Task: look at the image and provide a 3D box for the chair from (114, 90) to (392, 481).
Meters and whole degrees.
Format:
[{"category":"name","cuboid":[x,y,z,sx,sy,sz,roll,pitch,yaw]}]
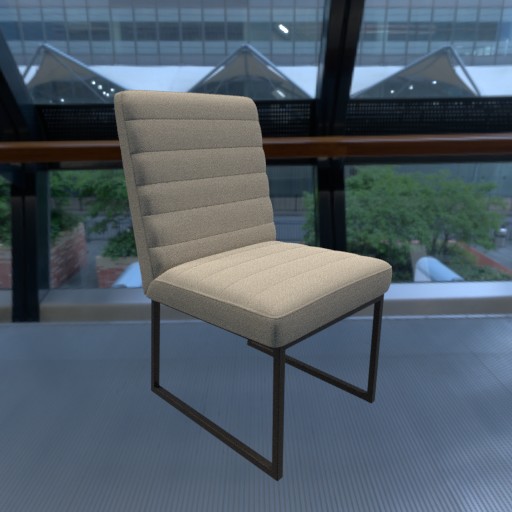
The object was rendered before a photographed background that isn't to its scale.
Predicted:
[{"category":"chair","cuboid":[0.000,0.000,1.310,0.634,0.930,0.520,15,22,42]}]
